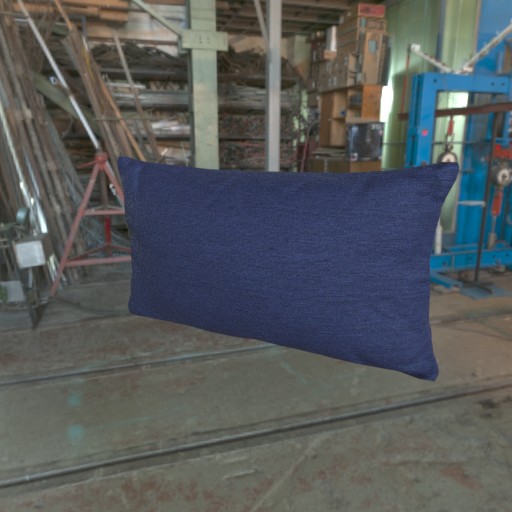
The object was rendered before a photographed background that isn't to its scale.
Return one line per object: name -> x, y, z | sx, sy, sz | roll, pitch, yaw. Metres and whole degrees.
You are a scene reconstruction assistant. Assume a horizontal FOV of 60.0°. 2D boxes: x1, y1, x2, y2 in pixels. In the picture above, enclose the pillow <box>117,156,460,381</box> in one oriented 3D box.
pillow -> 0.000, 0.000, 0.787 | 0.633, 0.338, 0.210 | 7, 16, 26
